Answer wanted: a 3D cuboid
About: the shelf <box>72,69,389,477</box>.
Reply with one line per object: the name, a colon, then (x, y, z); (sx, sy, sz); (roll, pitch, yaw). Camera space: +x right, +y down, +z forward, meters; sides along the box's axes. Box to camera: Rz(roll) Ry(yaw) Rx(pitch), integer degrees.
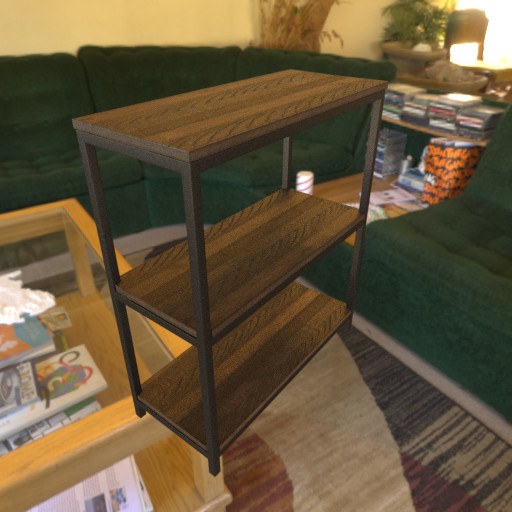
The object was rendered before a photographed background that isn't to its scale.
shelf: (0.000, 0.000, 1.374); (0.352, 0.947, 0.822); (22, 38, 32)
